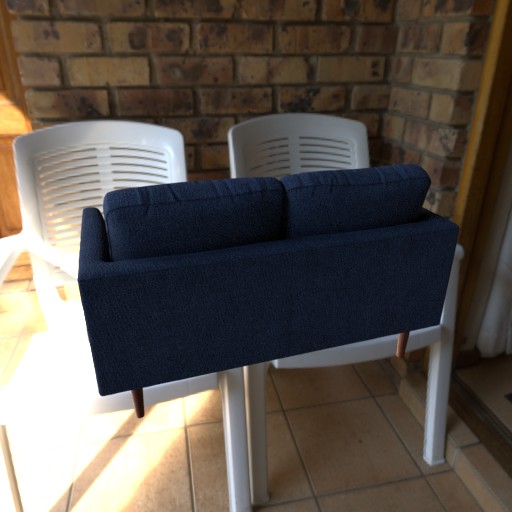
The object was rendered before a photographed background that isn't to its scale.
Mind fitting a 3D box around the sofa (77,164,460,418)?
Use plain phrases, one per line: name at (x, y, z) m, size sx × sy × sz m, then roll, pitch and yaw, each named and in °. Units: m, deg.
sofa at (0.000, 0.000, 2.148) m, size 1.582 × 0.944 × 0.903 m, roll -8°, pitch 26°, yaw -16°
